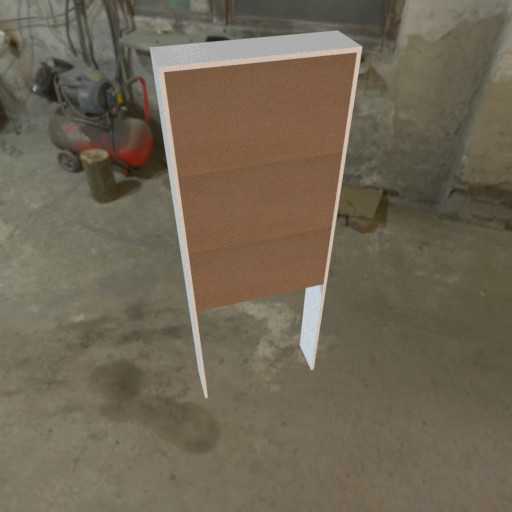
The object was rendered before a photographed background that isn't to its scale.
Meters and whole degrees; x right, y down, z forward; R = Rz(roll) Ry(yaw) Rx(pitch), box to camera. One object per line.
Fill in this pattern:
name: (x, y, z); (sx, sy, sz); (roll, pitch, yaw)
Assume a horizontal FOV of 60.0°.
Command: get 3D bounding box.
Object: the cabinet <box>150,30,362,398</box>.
cabinet: (0.000, 0.000, 1.987); (0.643, 1.770, 0.192); (-11, 43, -12)
